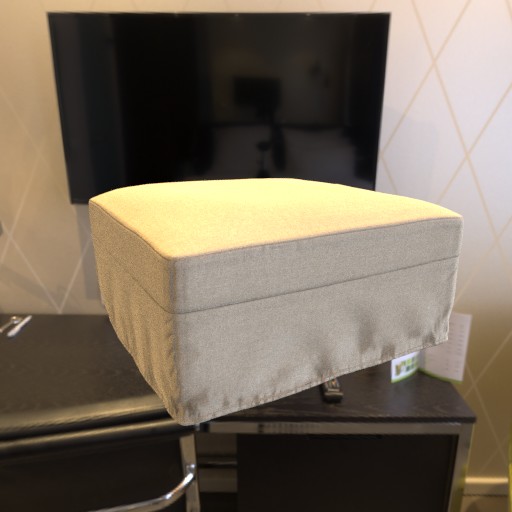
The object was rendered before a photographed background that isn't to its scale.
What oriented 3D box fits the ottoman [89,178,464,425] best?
[{"bbox_3d":[0.000,0.000,1.363,0.840,0.436,0.843,-9,18,-28],"label":"ottoman"}]
